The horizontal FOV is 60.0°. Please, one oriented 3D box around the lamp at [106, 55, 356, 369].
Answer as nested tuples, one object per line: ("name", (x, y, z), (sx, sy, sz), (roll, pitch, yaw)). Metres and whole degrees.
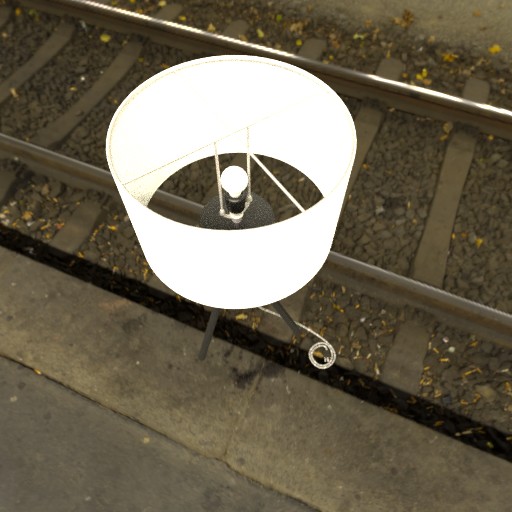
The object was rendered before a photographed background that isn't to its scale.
("lamp", (0.000, 0.000, 0.918), (0.422, 0.674, 0.353), (2, 58, 1))
